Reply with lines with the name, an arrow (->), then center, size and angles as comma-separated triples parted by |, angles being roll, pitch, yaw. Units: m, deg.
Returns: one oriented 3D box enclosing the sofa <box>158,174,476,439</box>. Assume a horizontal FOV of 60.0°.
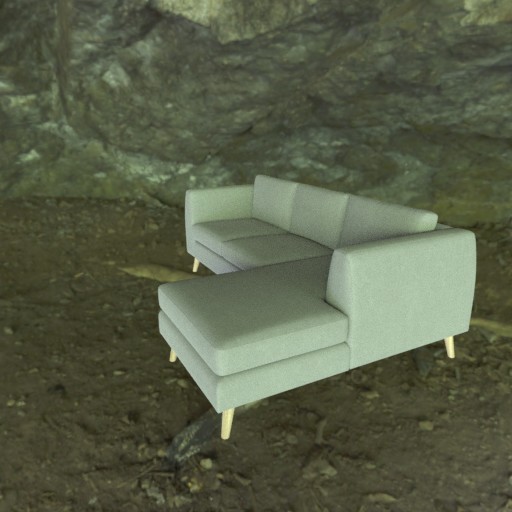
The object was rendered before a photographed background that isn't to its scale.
sofa -> 0.000, 0.000, 3.067 | 1.580, 0.860, 2.300 | -9, 19, -27
